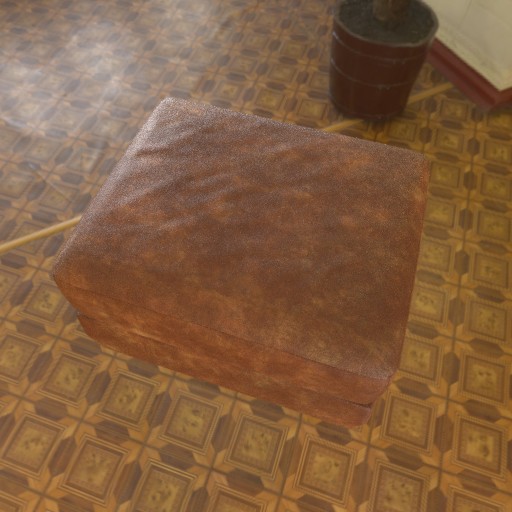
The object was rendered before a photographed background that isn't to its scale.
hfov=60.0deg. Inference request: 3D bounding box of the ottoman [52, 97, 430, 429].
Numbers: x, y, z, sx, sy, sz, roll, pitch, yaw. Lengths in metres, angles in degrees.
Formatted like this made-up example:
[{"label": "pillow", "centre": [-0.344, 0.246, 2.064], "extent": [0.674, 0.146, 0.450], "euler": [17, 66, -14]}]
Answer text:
[{"label": "ottoman", "centre": [0.000, 0.000, 1.137], "extent": [0.751, 0.476, 0.603], "euler": [15, 60, 9]}]
